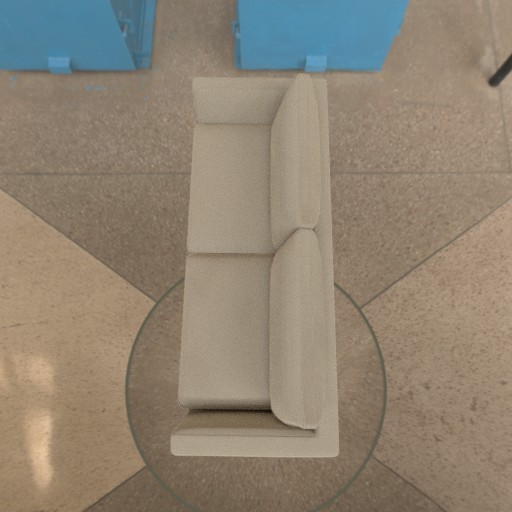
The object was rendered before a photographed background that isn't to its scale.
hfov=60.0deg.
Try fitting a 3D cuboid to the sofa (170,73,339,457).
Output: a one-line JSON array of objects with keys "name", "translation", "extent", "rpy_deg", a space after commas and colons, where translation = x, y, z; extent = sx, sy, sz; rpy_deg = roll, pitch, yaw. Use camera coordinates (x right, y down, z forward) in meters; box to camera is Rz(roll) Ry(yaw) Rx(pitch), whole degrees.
[{"name": "sofa", "translation": [0.000, 0.000, 2.732], "extent": [0.868, 1.005, 2.214], "rpy_deg": [1, 74, 0]}]
